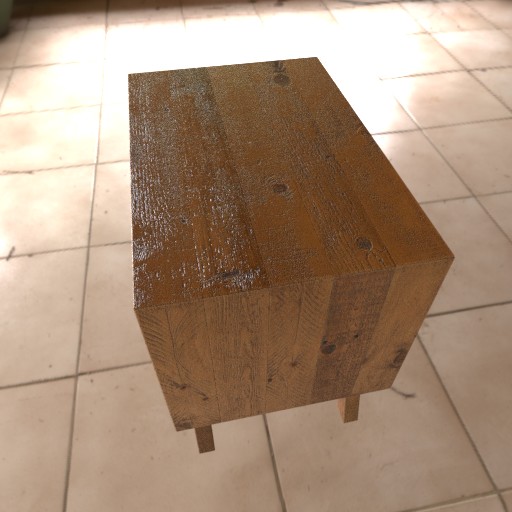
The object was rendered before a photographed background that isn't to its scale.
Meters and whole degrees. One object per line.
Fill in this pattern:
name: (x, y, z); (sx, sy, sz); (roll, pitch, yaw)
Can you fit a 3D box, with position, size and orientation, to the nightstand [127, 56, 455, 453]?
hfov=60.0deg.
nightstand: (0.000, 0.000, 1.017); (0.450, 0.599, 0.650); (-9, 48, -8)
